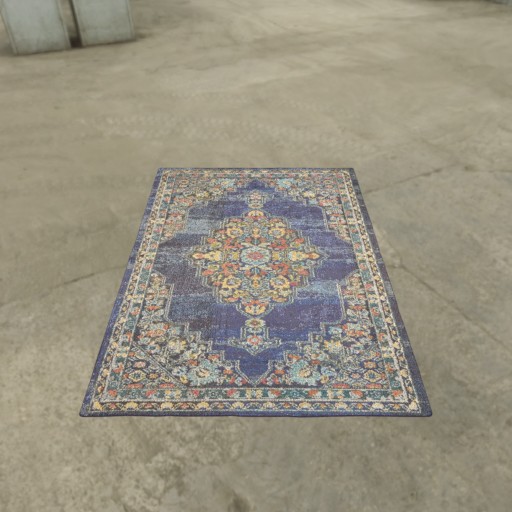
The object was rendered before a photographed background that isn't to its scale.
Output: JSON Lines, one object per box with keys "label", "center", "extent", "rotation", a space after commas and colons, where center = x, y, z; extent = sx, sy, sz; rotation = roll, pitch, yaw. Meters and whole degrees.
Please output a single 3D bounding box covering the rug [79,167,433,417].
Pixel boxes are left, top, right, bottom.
{"label": "rug", "center": [0.000, 0.000, 2.861], "extent": [1.630, 0.009, 2.232], "rotation": [0, 41, 0]}
